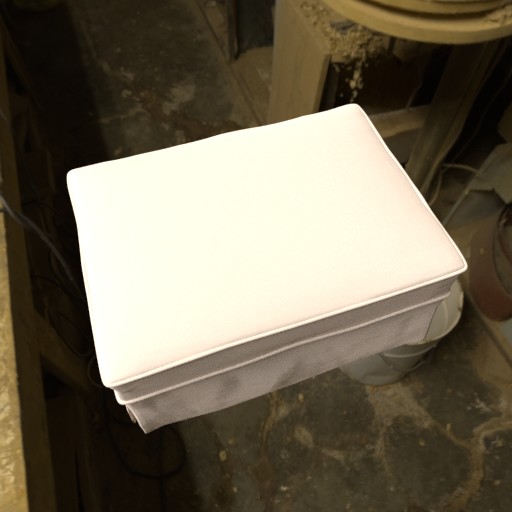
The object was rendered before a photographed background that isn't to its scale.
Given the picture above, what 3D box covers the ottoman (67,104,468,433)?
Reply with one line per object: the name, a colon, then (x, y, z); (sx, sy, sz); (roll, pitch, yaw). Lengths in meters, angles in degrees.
ottoman: (0.000, 0.000, 1.323); (0.944, 0.479, 0.703); (-16, 60, -10)
